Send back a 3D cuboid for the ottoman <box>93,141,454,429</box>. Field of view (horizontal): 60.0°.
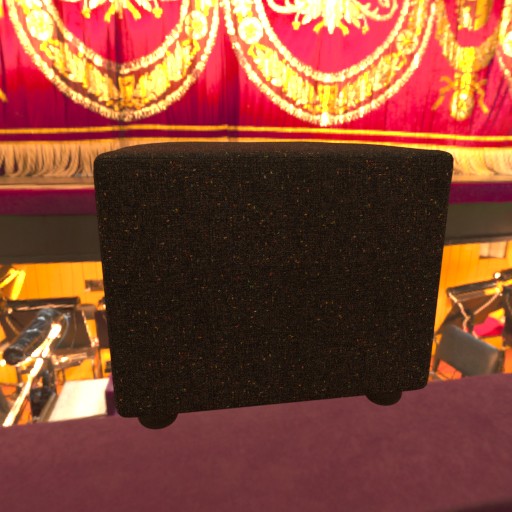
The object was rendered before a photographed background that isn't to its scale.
[{"bbox_3d":[0.000,0.000,0.866,0.508,0.432,0.508,-2,15,-9],"label":"ottoman"}]
